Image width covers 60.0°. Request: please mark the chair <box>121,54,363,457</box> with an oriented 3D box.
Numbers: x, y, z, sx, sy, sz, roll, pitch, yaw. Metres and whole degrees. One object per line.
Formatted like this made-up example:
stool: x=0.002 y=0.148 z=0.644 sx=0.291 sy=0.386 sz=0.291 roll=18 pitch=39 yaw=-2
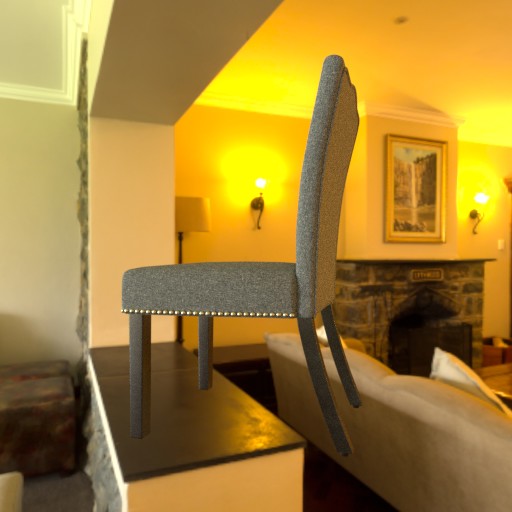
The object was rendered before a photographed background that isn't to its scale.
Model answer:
chair: x=0.000 y=0.000 z=1.299 sx=0.589 sy=0.946 sz=0.518 roll=0 pitch=0 yaw=17
